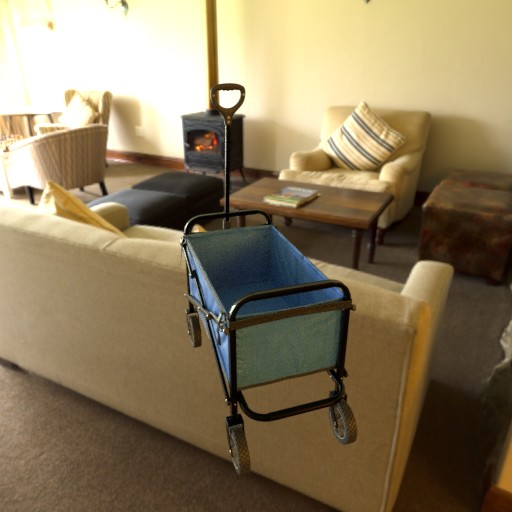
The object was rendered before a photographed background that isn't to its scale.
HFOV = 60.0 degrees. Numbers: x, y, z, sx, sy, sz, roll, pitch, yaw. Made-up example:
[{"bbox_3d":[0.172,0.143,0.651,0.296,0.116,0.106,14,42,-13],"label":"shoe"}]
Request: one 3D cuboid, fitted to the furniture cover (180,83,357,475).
[{"bbox_3d":[0.000,0.000,1.834,0.532,1.295,1.038,-8,26,-17],"label":"furniture cover"}]
